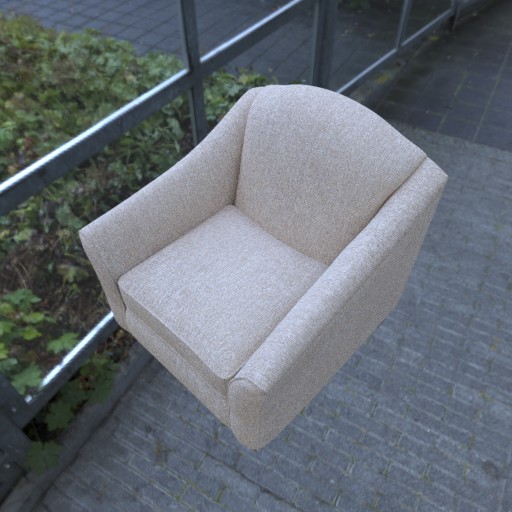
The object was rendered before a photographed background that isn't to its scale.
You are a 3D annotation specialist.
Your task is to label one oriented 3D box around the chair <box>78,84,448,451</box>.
[{"bbox_3d":[0.000,0.000,1.427,0.763,0.839,0.787,34,56,28],"label":"chair"}]
